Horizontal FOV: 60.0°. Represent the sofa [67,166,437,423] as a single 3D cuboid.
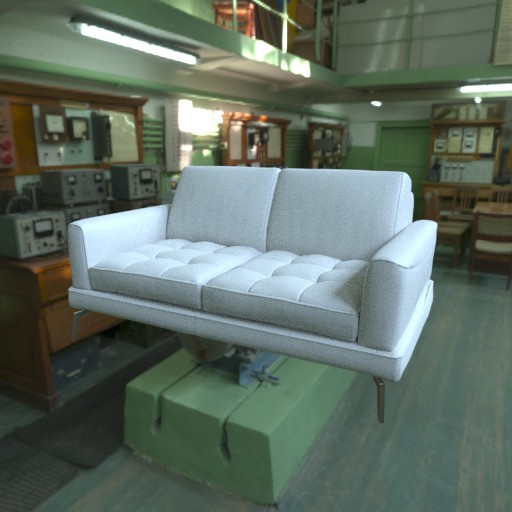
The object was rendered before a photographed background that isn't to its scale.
[{"bbox_3d":[0.000,0.000,2.460,1.819,0.930,1.121,7,16,26],"label":"sofa"}]
